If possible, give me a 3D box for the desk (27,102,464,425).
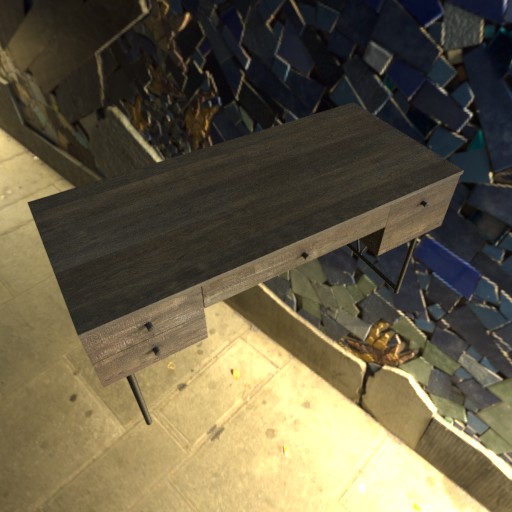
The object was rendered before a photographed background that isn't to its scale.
[{"bbox_3d":[0.000,0.000,2.039,1.600,0.780,0.730,-23,50,-21],"label":"desk"}]
